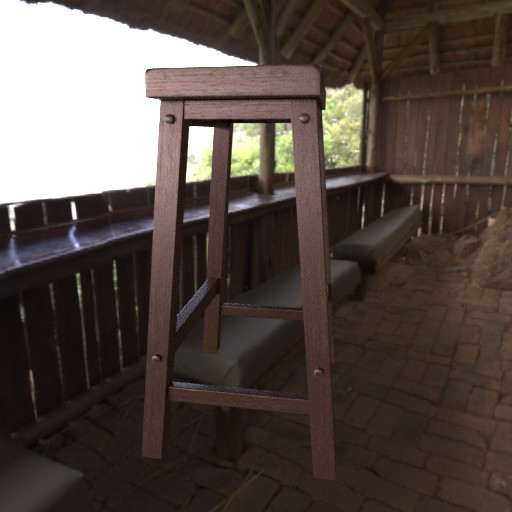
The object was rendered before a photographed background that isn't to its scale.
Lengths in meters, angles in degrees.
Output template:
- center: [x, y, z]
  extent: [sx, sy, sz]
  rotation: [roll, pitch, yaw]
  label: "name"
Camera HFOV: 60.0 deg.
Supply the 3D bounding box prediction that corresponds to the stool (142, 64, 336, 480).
- center: [0.000, 0.000, 0.832]
  extent: [0.322, 0.610, 0.406]
  rotation: [3, 16, 9]
  label: "stool"
